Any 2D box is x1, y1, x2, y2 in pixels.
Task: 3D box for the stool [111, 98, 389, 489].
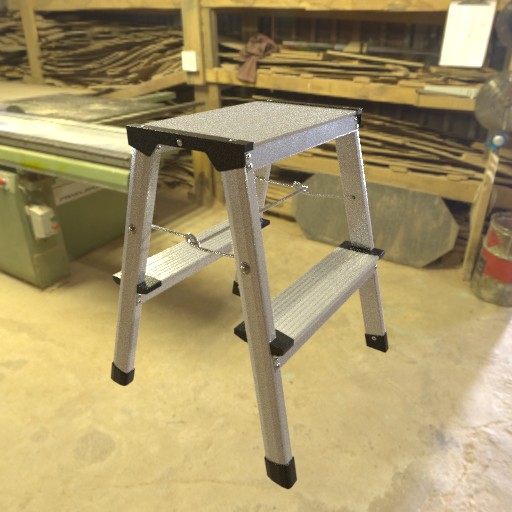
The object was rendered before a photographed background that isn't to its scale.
[{"bbox_3d":[0.000,0.000,0.783,0.405,0.480,0.404,18,32,31],"label":"stool"}]
